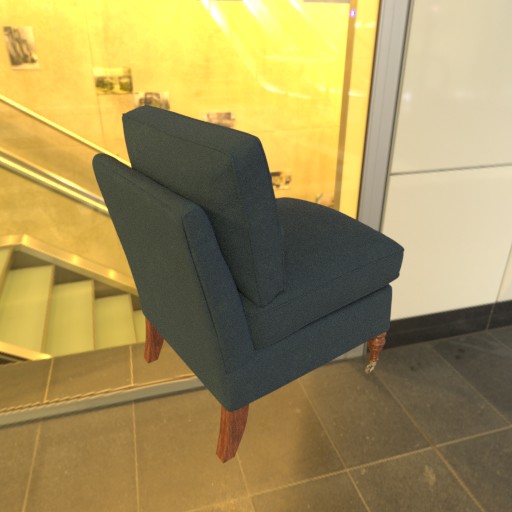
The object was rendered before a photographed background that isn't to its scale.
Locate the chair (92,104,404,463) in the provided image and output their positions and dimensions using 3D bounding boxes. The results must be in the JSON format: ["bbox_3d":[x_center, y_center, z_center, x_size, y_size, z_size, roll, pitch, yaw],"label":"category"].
[{"bbox_3d":[0.000,0.000,1.665,0.912,1.052,0.724,-17,31,-31],"label":"chair"}]
